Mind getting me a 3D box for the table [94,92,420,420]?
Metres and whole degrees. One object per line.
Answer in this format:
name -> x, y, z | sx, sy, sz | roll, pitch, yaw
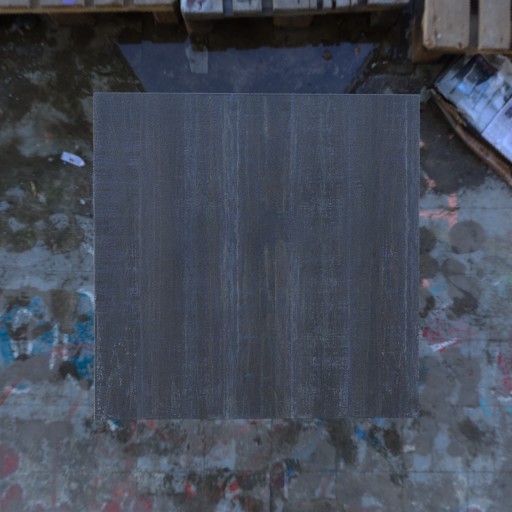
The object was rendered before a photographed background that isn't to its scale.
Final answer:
table -> 0.000, 0.000, 1.148 | 0.696, 0.400, 0.696 | 0, 90, -1
